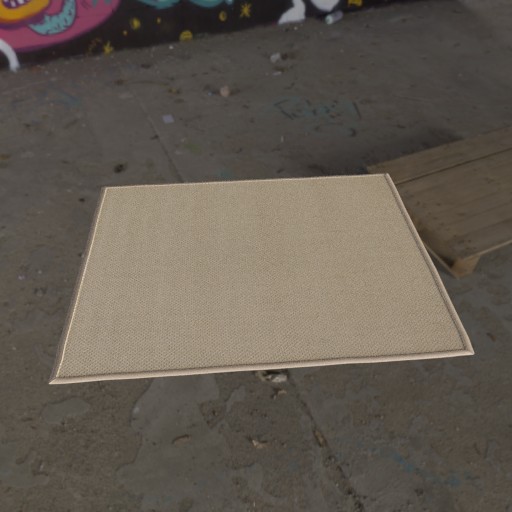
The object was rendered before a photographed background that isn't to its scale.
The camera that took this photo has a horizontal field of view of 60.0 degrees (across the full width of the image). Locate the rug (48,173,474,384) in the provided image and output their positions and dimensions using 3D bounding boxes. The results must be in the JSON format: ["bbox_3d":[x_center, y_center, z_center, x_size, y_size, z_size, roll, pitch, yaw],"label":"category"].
[{"bbox_3d":[0.000,0.000,2.665,2.081,0.020,1.525,-3,46,-3],"label":"rug"}]
